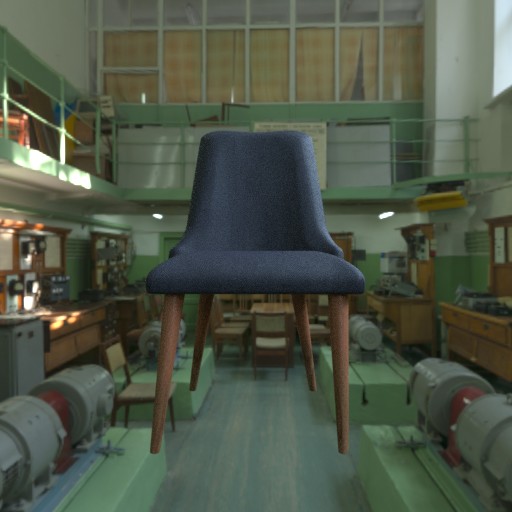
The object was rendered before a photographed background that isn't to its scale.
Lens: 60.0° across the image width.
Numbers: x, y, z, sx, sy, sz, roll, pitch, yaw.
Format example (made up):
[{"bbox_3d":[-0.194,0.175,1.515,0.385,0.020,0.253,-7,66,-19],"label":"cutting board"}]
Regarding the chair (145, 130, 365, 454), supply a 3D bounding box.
[{"bbox_3d":[0.000,0.000,1.201,0.504,0.820,0.567,0,0,0],"label":"chair"}]
